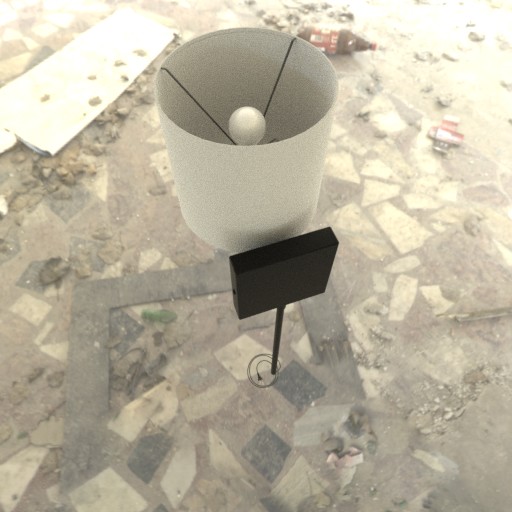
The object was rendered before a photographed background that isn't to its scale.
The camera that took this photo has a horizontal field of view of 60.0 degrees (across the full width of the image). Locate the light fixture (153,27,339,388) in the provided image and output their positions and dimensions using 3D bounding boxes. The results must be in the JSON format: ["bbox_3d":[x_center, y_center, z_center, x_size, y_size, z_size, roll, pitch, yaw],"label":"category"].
[{"bbox_3d":[0.000,0.000,0.687,0.188,0.589,0.248,-17,60,-10],"label":"light fixture"}]
